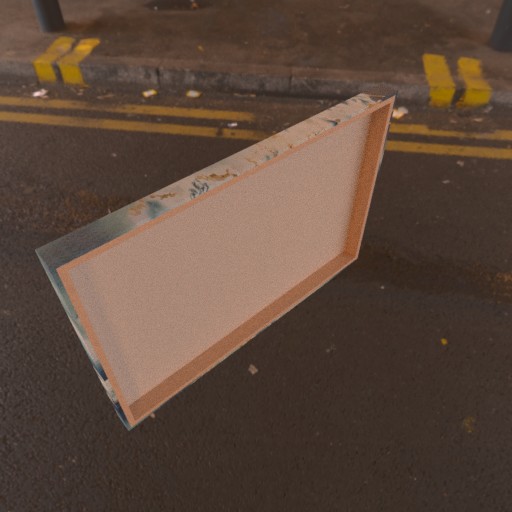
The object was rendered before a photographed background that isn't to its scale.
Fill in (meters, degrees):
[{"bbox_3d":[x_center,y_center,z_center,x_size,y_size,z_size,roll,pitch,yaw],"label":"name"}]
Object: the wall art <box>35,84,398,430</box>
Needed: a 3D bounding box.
[{"bbox_3d":[0.000,0.000,0.755,0.607,0.405,0.036,-33,54,-28],"label":"wall art"}]
